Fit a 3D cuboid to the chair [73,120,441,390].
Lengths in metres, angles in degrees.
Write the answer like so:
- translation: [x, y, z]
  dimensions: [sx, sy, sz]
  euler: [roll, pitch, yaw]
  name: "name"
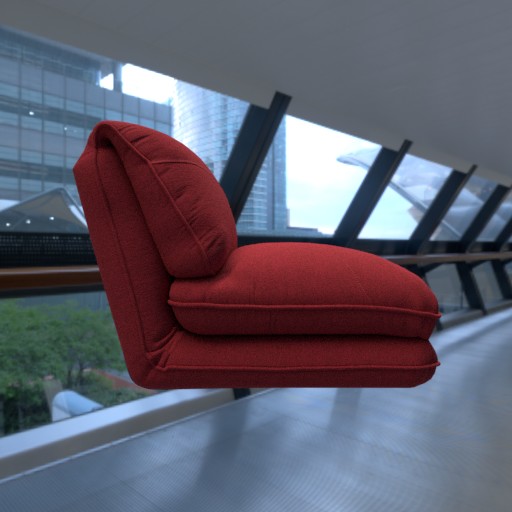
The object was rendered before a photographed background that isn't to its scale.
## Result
- translation: [0.000, 0.000, 1.298]
  dimensions: [0.780, 0.580, 0.820]
  euler: [0, 0, -1]
  name: "chair"
